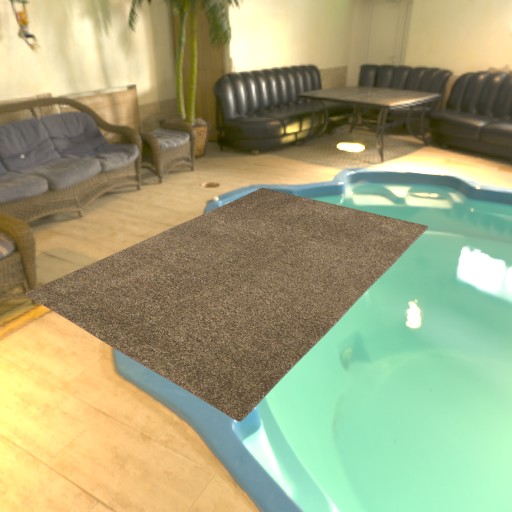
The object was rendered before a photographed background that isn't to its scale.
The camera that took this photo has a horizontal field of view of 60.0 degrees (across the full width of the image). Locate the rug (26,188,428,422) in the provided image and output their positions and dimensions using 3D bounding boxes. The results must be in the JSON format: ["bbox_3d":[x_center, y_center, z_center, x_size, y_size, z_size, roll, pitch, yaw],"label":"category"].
[{"bbox_3d":[0.000,0.000,3.419,1.802,0.026,2.699,18,32,32],"label":"rug"}]
